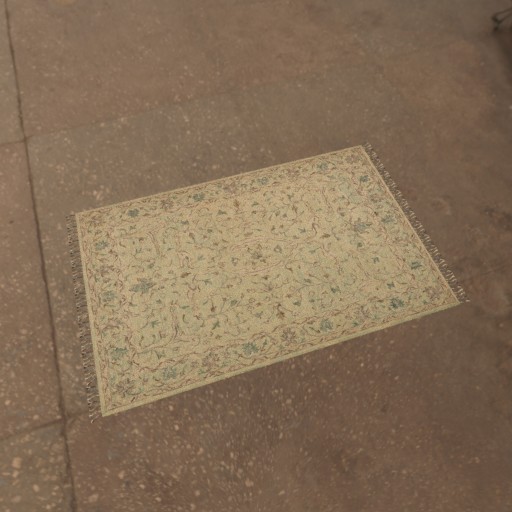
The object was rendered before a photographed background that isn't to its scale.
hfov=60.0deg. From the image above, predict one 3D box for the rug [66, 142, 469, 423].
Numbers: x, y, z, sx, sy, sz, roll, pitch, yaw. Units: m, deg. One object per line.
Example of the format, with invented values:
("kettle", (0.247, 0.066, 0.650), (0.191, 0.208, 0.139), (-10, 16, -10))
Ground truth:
("rug", (0.000, 0.000, 3.055), (2.435, 0.010, 1.544), (-15, 59, -9))
